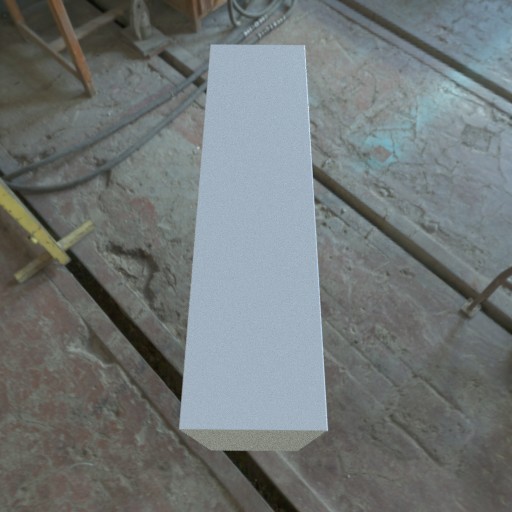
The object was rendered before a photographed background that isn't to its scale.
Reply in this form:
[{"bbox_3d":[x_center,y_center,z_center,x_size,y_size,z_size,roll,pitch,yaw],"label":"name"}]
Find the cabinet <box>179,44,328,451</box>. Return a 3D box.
[{"bbox_3d":[0.000,0.000,1.859,0.380,0.900,1.450,0,63,0],"label":"cabinet"}]
